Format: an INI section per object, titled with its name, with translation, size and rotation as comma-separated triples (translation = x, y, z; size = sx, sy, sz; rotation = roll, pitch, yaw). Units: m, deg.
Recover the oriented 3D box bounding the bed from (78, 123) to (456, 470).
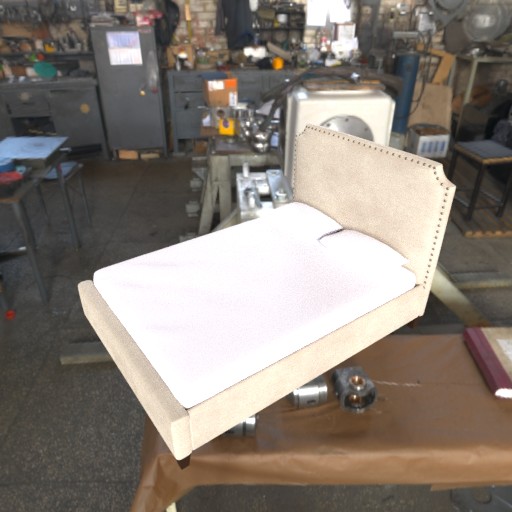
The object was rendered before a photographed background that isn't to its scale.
[bed]
translation = 0.000, 0.000, 3.472
size = 2.372, 1.443, 1.712
rotation = -21, 37, -30
